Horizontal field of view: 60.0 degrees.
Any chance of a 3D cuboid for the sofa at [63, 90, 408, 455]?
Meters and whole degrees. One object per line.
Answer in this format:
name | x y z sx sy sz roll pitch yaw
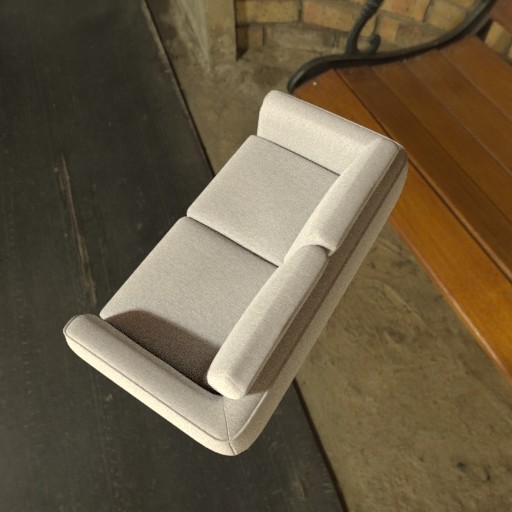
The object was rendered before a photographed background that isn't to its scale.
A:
sofa | 0.000 0.000 2.208 0.920 0.850 1.700 29 66 15
